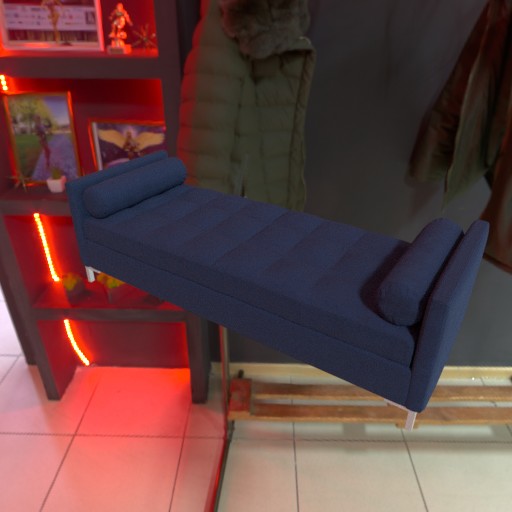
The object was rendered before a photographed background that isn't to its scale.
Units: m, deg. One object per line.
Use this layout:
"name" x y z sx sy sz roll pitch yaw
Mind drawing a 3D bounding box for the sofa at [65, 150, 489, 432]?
"sofa" 0.000 0.000 2.411 2.102 0.657 0.797 18 35 29
